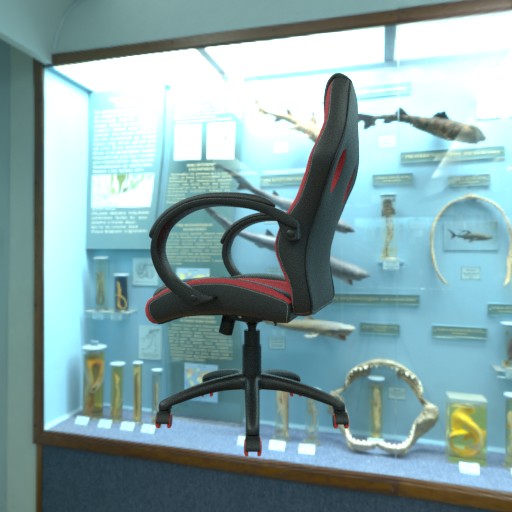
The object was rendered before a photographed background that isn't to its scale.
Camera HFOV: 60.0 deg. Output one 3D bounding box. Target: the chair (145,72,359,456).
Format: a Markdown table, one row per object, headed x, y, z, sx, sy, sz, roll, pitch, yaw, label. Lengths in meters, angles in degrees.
| x | y | z | sx | sy | sz | roll | pitch | yaw | label |
| --- | --- | --- | --- | --- | --- | --- | --- | --- | --- |
| 0.000 | 0.000 | 1.633 | 0.724 | 1.187 | 0.673 | 0 | 0 | 18 | chair |
